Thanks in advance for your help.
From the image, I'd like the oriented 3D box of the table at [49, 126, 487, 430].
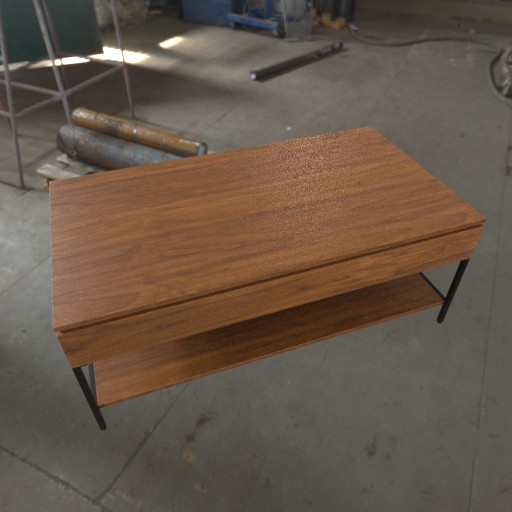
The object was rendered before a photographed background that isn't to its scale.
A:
[{"bbox_3d":[0.000,0.000,1.344,1.057,0.414,0.574,-13,43,-15],"label":"table"}]
